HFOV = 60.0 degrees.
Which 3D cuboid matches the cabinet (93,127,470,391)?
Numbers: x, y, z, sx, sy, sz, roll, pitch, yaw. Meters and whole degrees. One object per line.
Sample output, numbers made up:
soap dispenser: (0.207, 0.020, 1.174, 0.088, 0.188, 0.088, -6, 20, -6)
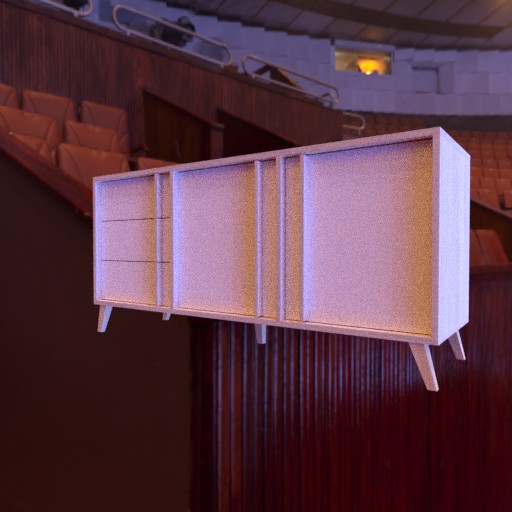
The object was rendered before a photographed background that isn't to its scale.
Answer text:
cabinet: (0.000, 0.000, 1.971, 1.649, 0.780, 0.500, 1, 1, 35)
